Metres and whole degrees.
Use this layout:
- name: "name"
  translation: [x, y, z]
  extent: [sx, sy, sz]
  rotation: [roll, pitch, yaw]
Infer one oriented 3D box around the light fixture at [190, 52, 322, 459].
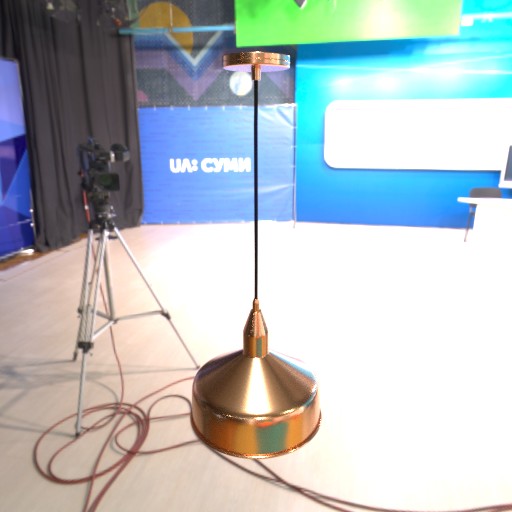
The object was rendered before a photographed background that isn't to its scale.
- name: "light fixture"
  translation: [0.000, 0.000, 0.913]
  extent: [0.301, 0.754, 0.301]
  rotation: [-9, 19, -26]
